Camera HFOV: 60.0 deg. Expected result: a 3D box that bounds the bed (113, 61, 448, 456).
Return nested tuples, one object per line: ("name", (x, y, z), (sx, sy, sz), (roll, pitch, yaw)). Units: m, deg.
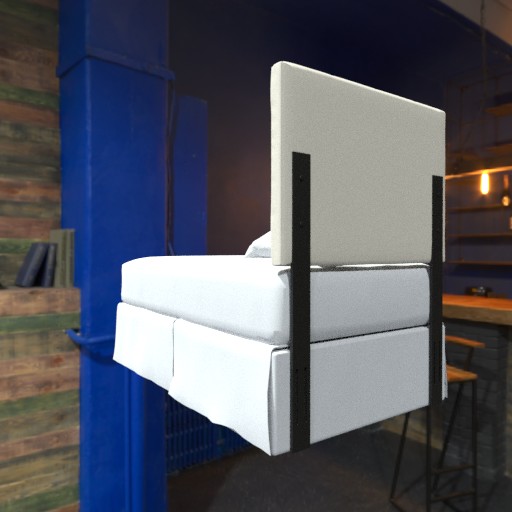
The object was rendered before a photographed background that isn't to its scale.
("bed", (0.000, 0.000, 2.870), (1.261, 1.571, 1.997), (0, 1, -35))
